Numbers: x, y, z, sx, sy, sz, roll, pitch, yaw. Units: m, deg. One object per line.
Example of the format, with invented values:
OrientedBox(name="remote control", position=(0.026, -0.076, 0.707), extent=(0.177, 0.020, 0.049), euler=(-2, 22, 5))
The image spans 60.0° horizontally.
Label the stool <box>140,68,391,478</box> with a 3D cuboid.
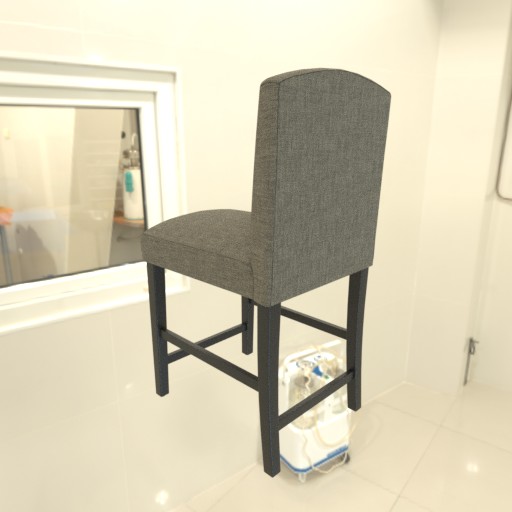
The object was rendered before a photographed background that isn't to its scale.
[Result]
OrientedBox(name="stool", position=(0.000, 0.000, 1.288), extent=(0.552, 0.966, 0.451), euler=(15, 22, 43))
